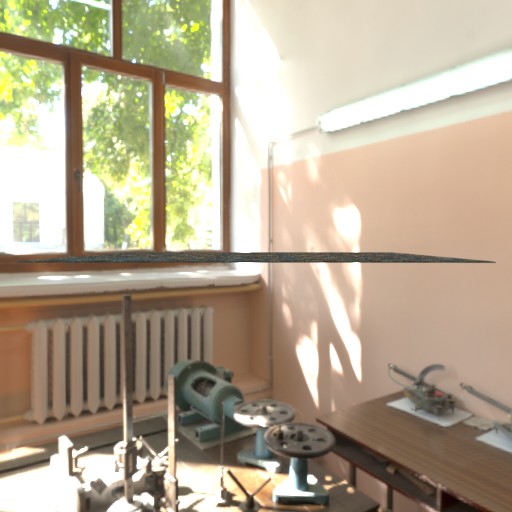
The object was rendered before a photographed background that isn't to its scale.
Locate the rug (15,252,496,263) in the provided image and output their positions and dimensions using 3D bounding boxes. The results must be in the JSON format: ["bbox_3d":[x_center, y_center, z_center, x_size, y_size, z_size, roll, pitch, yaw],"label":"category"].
[{"bbox_3d":[0.000,0.000,4.194,3.291,0.013,2.337,0,2,1],"label":"rug"}]
